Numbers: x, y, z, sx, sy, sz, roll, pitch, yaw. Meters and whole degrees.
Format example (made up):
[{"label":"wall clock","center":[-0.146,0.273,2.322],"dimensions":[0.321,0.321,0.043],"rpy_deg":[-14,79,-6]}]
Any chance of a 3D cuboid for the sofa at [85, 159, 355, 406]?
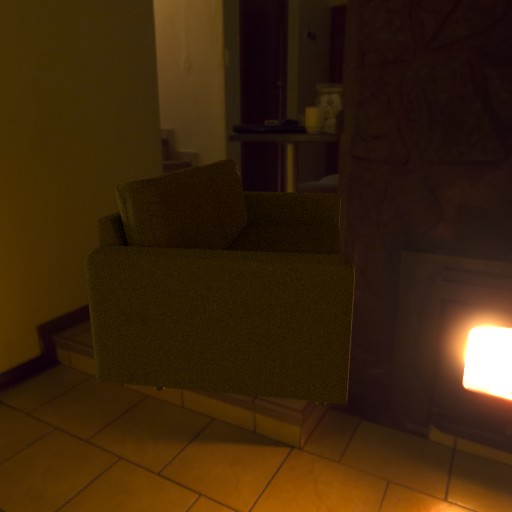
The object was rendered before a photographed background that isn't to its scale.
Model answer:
[{"label":"sofa","center":[0.000,0.000,2.263],"dimensions":[0.889,0.897,1.730],"rpy_deg":[2,15,9]}]
